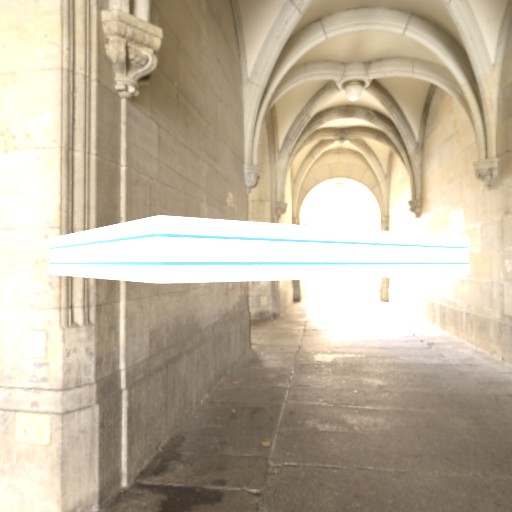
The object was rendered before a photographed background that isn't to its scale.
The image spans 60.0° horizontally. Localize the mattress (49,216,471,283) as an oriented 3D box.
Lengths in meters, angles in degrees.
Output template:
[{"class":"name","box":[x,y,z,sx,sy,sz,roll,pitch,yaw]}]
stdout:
[{"class":"mattress","box":[0.000,0.000,2.683,2.000,0.230,1.600,1,-1,-37]}]
